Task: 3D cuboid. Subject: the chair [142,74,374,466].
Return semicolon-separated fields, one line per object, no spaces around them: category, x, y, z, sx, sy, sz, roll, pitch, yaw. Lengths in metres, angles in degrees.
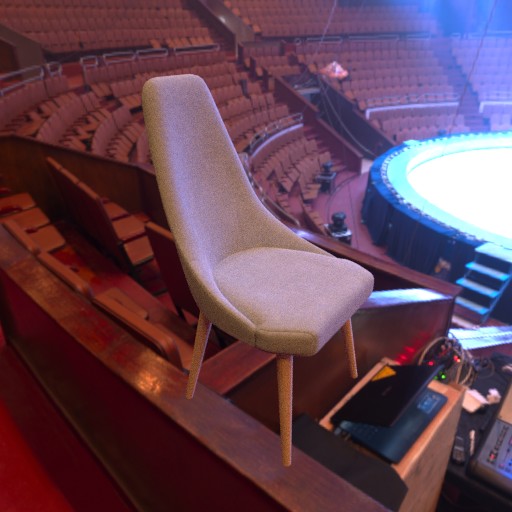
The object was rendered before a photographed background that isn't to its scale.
chair;0.000;0.000;1.413;0.660;1.040;0.510;18;32;32
